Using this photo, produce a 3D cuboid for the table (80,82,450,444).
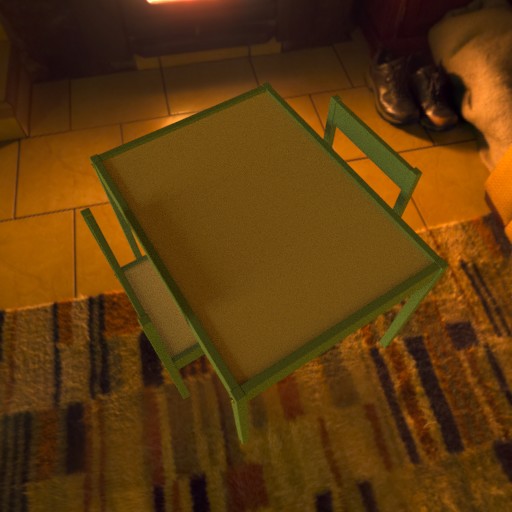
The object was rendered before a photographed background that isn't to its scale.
[{"bbox_3d":[0.000,0.000,1.099,0.633,0.503,0.639,-29,63,-16],"label":"table"}]
